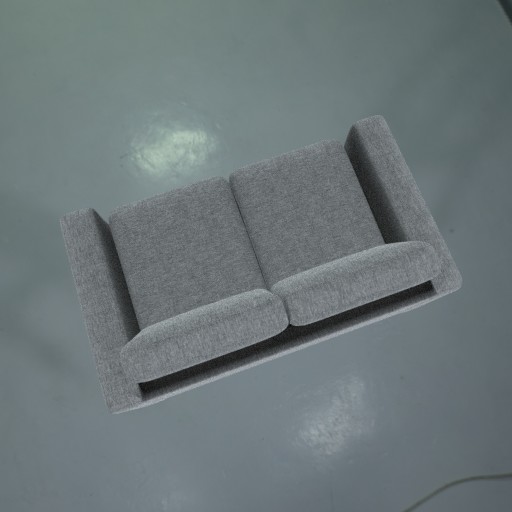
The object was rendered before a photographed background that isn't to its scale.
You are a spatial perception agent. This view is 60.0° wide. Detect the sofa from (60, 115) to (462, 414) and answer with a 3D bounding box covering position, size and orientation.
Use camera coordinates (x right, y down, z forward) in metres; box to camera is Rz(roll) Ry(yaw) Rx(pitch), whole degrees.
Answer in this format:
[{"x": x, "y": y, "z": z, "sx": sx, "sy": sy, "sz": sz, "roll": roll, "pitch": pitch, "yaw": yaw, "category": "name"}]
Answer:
[{"x": 0.000, "y": 0.000, "z": 2.004, "sx": 1.520, "sy": 0.800, "sz": 0.900, "roll": -19, "pitch": 75, "yaw": -5, "category": "sofa"}]
